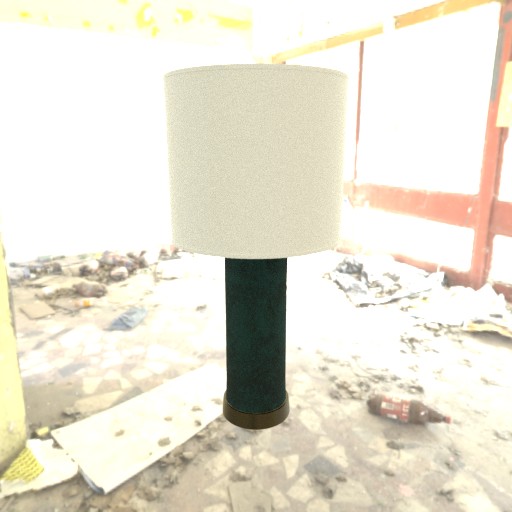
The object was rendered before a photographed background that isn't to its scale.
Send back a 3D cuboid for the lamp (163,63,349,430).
[{"bbox_3d":[0.000,0.000,0.804,0.301,0.630,0.301,-2,15,-9],"label":"lamp"}]
